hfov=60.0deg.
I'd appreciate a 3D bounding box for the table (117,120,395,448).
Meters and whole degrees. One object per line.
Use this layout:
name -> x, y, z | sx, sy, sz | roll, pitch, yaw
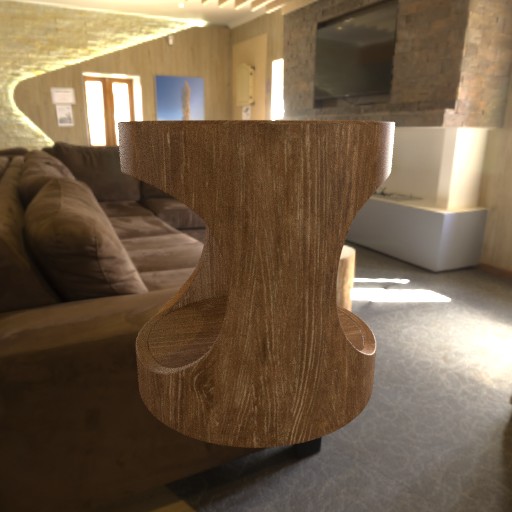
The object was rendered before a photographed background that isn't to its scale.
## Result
table -> 0.000, 0.000, 0.954 | 0.527, 0.551, 0.527 | 0, 16, 0
